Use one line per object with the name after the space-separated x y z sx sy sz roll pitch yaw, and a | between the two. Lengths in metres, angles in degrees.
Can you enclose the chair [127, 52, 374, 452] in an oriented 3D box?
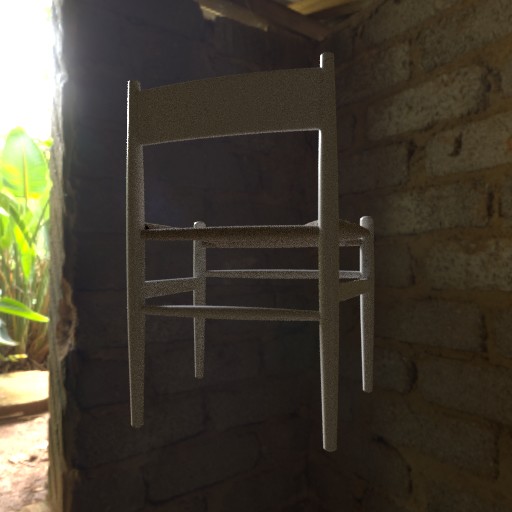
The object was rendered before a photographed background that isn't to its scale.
0.000 0.000 1.116 0.556 0.762 0.495 0 -1 17 | chair
